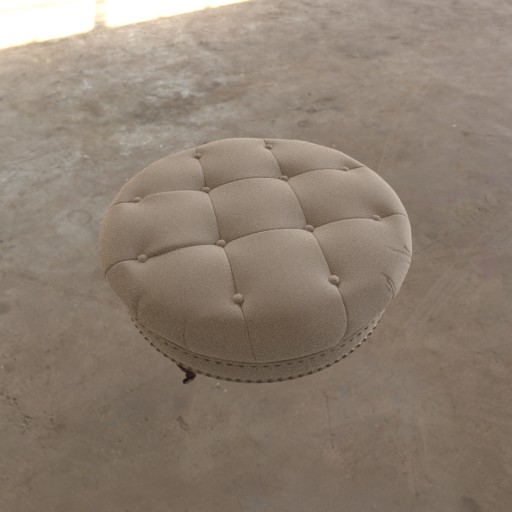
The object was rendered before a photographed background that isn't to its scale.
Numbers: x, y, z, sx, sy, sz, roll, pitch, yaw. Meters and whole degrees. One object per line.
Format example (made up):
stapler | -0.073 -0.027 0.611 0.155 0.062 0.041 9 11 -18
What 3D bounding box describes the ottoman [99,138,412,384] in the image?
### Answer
ottoman | 0.000 0.000 1.413 0.901 0.439 0.901 0 45 0
